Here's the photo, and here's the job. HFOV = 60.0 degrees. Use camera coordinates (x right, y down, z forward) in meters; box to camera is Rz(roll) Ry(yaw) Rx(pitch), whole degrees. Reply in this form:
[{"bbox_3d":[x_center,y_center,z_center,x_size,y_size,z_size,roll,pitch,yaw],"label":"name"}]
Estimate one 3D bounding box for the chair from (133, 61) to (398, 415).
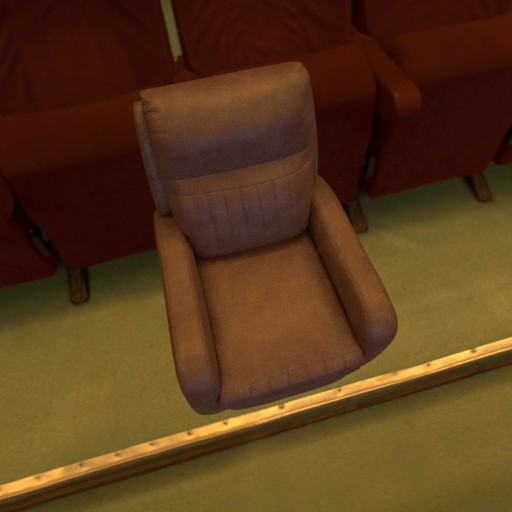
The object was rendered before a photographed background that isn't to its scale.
[{"bbox_3d":[0.000,0.000,1.819,0.865,1.067,1.067,-14,65,-7],"label":"chair"}]
